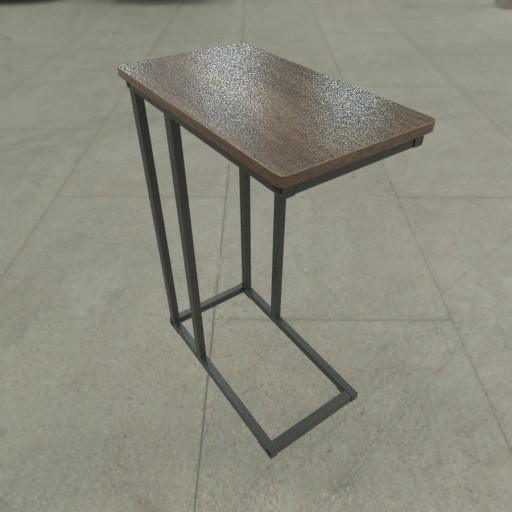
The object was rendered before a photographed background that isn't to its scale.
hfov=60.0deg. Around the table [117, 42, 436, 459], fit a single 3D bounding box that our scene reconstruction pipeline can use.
[{"bbox_3d":[0.000,0.000,0.854,0.254,0.637,0.450,-24,46,-26],"label":"table"}]
